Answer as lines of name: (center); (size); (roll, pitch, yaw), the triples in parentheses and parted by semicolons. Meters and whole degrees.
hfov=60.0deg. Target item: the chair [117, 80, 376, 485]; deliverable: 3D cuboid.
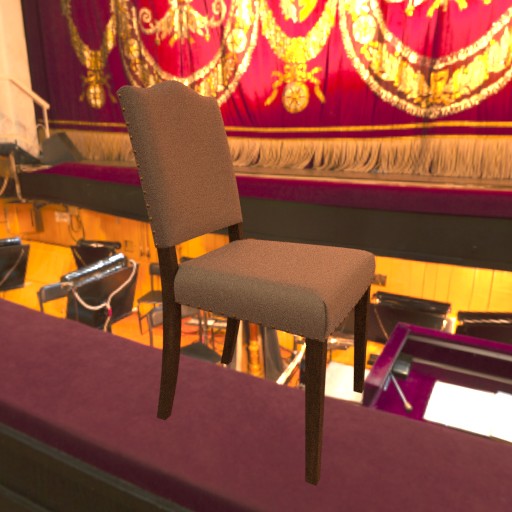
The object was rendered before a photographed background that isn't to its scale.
chair: (0.000, 0.000, 1.337); (0.620, 1.020, 0.508); (8, 17, 26)
